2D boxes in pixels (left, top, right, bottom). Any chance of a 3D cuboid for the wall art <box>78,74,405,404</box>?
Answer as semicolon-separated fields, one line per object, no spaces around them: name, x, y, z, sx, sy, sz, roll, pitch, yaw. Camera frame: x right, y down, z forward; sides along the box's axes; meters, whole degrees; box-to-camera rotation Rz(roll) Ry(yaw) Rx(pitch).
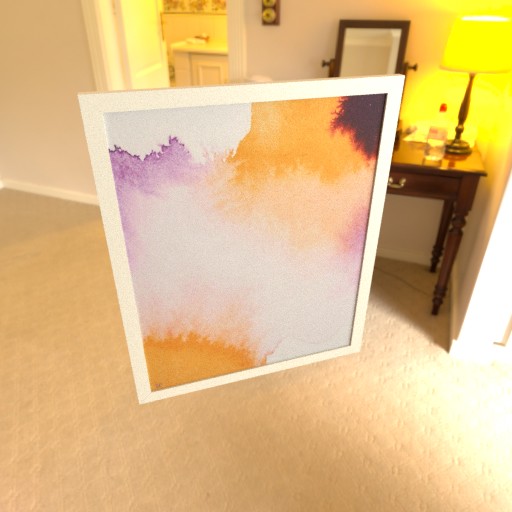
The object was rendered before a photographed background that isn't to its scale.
wall art;0.000;0.000;0.619;0.382;0.456;0.013;-9;32;-15
